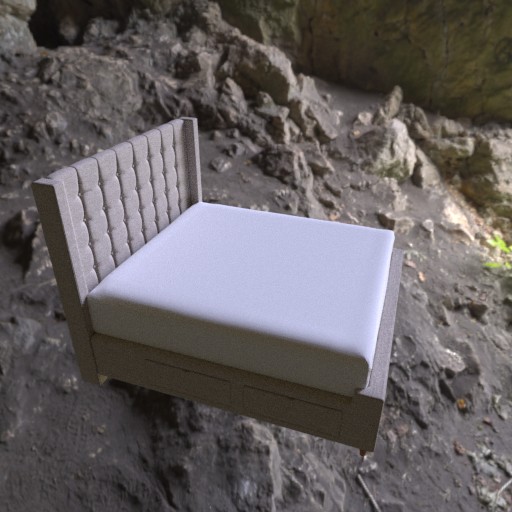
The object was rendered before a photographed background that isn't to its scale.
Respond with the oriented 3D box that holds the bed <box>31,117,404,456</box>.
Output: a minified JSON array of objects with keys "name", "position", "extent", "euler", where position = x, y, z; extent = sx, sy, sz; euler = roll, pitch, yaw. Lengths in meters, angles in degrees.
[{"name":"bed","position":[0.000,0.000,3.747],"extent":[2.372,1.748,2.044],"euler":[10,31,17]}]
